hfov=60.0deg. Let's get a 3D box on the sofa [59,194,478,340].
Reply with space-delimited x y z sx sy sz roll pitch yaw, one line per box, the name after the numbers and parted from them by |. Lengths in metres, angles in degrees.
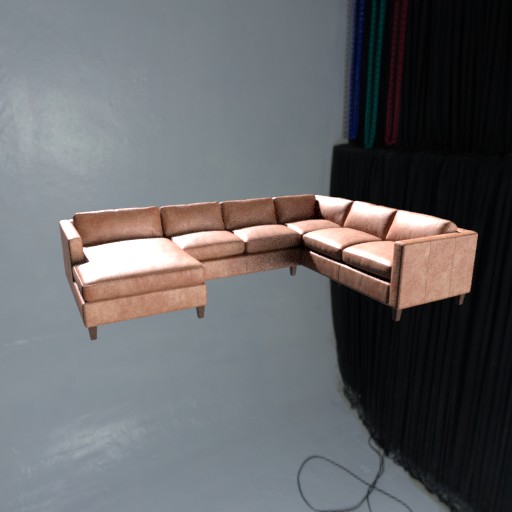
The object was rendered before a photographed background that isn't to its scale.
0.000 0.000 4.458 3.401 0.832 2.430 -8 18 -27 | sofa
